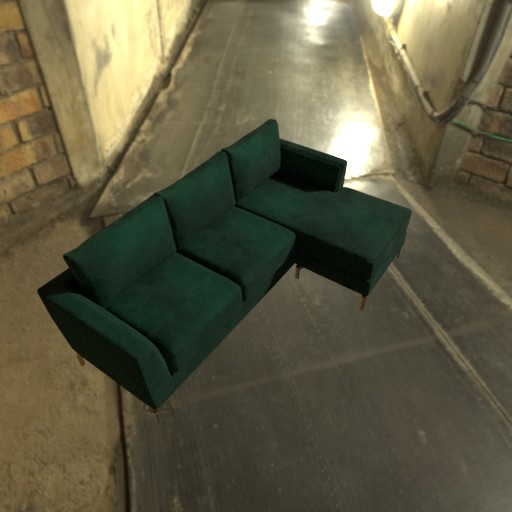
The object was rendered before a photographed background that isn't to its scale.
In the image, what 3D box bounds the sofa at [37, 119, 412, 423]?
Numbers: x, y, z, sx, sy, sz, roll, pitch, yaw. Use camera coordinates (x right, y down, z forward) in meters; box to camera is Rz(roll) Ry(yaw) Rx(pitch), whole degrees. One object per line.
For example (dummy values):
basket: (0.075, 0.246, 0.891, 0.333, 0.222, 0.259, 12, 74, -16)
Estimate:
sofa: (0.000, 0.000, 3.204, 1.489, 1.007, 2.441, 25, 48, 25)
